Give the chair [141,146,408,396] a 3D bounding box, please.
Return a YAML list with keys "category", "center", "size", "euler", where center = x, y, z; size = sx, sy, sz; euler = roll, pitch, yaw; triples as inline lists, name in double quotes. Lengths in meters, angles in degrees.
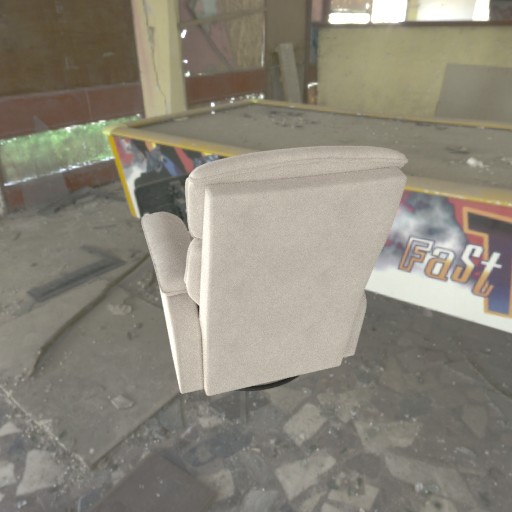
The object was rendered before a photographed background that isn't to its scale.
- category: "chair"
  center: [0.000, 0.000, 1.765]
  size: [0.820, 1.039, 1.001]
  euler: [-8, 28, -16]
